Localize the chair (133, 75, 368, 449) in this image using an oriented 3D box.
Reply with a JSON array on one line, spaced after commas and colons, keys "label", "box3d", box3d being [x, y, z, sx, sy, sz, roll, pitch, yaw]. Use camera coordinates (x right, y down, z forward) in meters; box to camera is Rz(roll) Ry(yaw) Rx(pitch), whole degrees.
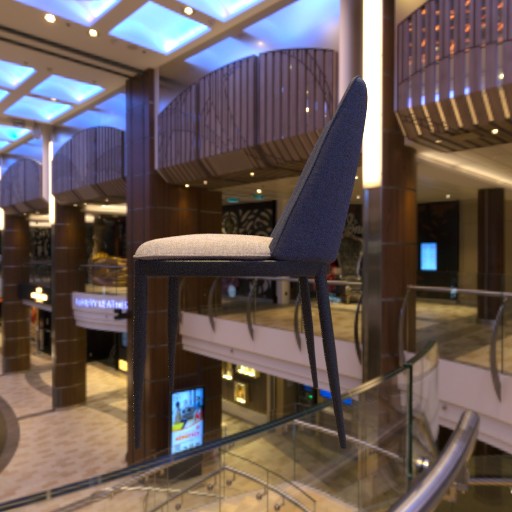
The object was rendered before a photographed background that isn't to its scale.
[{"label": "chair", "box3d": [0.000, 0.000, 1.174, 0.551, 0.839, 0.480, 0, 1, 0]}]
